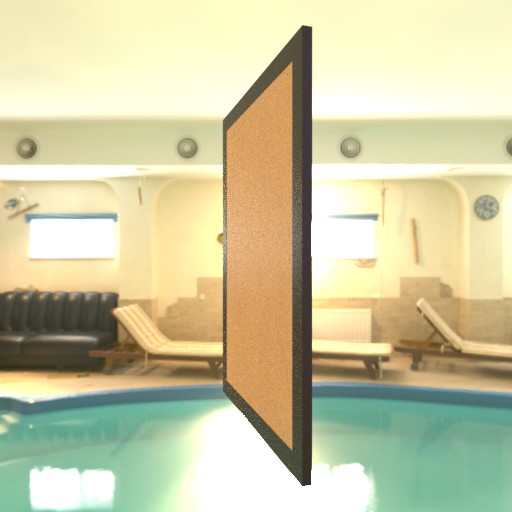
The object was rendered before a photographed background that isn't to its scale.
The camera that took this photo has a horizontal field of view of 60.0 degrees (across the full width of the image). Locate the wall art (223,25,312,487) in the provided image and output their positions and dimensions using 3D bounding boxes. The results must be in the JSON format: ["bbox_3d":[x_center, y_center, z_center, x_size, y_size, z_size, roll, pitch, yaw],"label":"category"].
[{"bbox_3d":[0.000,0.000,0.694,0.013,0.534,0.381,0,0,-18],"label":"wall art"}]
